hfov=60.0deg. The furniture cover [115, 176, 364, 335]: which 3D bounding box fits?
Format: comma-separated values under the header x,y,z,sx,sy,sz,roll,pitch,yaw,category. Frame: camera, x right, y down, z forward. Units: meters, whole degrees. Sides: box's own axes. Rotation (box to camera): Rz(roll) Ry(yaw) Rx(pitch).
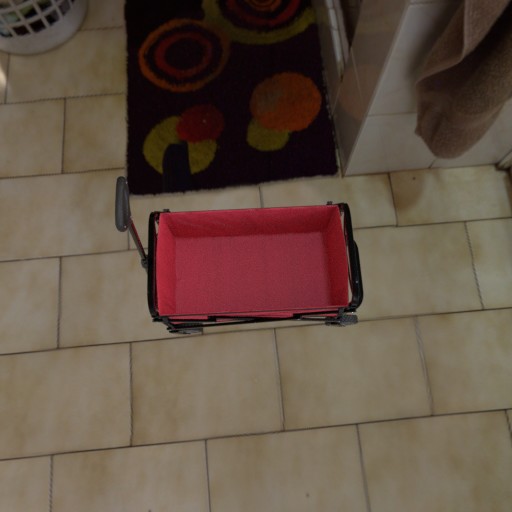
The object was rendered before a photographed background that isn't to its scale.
x,y,z,sx,sy,sz,roll,pitch,yaw,category
0.000,0.000,1.824,1.038,1.295,0.532,-3,74,-1,furniture cover
